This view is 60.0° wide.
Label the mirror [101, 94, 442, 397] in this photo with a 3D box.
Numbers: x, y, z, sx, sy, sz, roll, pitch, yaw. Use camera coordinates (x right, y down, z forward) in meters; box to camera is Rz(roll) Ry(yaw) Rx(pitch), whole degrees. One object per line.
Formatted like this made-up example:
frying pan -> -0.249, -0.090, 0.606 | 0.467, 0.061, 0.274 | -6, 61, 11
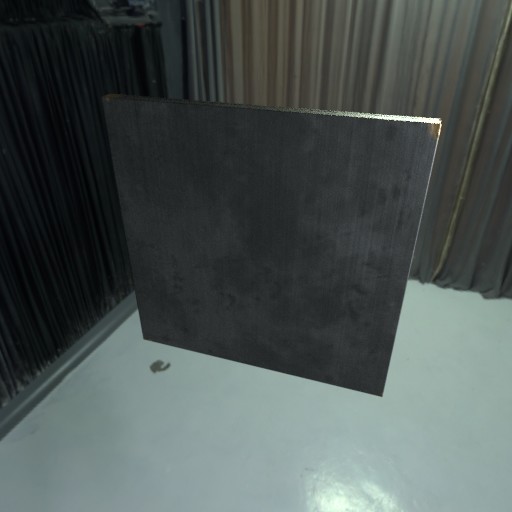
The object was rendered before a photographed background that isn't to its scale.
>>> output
mirror -> 0.000, 0.000, 0.582 | 0.382, 0.381, 0.020 | 10, 33, 15
